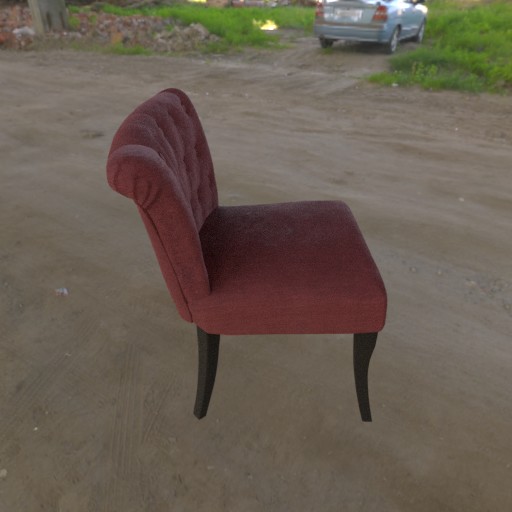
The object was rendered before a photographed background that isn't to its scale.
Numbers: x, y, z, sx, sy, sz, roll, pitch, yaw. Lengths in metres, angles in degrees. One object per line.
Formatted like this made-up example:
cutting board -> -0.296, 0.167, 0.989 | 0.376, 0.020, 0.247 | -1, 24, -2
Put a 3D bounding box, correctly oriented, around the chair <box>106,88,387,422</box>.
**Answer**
chair -> 0.000, 0.000, 1.174 | 0.605, 0.750, 0.582 | -1, 32, -1
